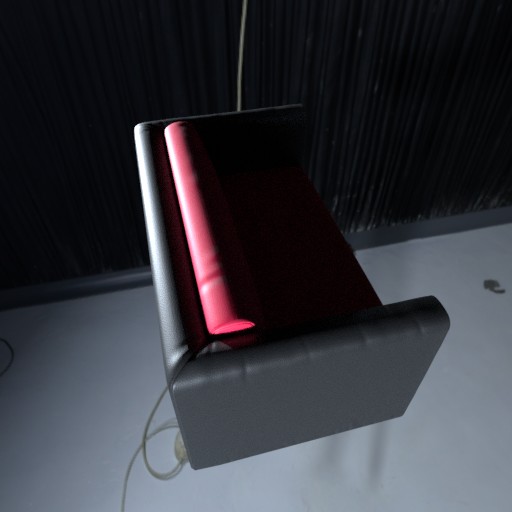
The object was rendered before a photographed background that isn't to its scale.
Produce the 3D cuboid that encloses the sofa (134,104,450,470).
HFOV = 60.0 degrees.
[{"bbox_3d":[0.000,0.000,1.914,0.845,0.735,1.410,-11,47,-10],"label":"sofa"}]
